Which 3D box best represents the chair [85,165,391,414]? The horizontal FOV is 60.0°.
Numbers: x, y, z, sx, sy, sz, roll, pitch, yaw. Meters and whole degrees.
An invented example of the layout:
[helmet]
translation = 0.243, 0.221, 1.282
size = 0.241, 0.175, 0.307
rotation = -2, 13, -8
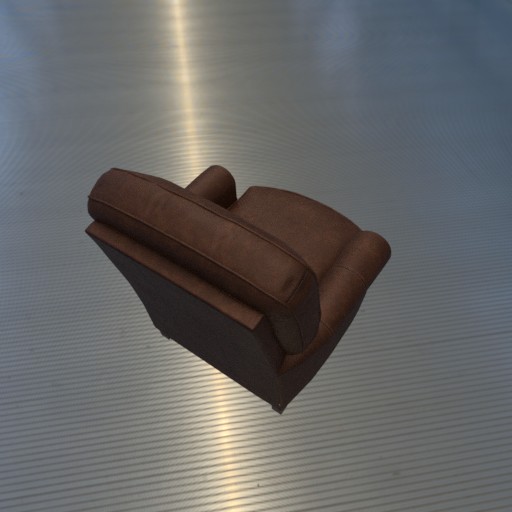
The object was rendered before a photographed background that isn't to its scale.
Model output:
[chair]
translation = 0.000, 0.000, 1.830
size = 0.936, 1.018, 0.986
rotation = 27, 52, 23
